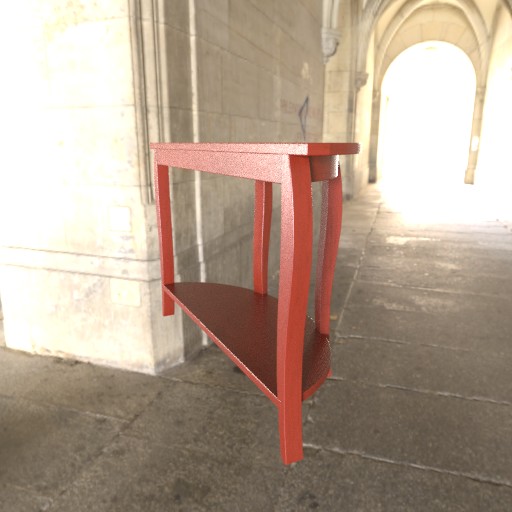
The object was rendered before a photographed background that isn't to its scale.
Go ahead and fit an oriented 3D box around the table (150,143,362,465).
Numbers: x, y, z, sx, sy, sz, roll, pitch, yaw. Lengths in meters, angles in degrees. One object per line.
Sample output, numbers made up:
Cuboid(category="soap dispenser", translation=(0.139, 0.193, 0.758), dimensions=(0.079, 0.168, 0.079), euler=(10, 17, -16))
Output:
Cuboid(category="table", translation=(0.000, 0.000, 1.574), dimensions=(0.405, 0.779, 1.219), euler=(-7, 16, -26))
